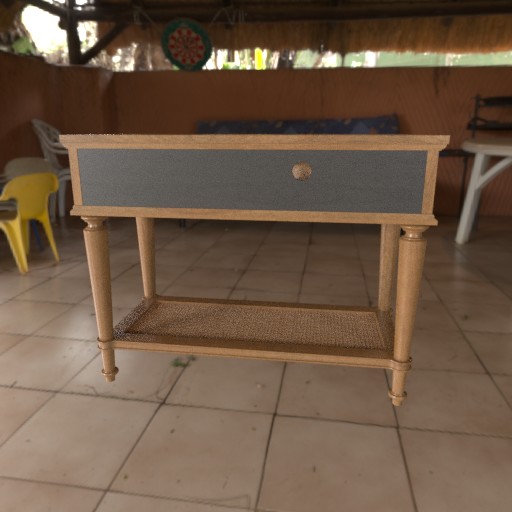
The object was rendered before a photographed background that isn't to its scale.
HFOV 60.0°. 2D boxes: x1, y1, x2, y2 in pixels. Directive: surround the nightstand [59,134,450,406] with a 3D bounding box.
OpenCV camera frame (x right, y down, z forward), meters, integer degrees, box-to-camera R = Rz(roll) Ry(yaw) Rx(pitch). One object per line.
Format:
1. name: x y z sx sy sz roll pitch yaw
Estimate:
1. nightstand: 0.000 0.000 1.324 0.914 0.700 0.432 2 16 8
